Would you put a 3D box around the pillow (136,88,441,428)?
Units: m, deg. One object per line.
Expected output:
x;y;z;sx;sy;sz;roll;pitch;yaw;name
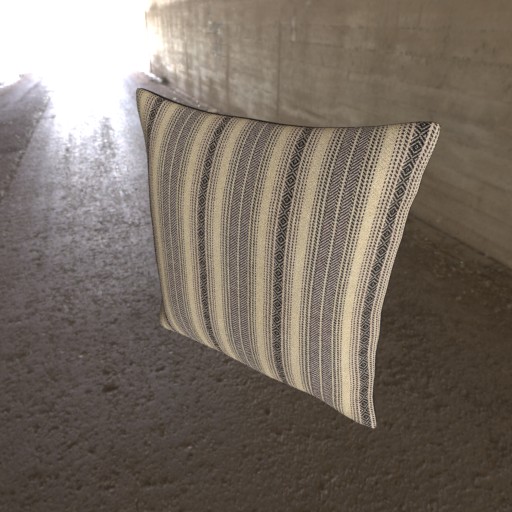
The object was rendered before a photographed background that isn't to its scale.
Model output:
0.000;0.000;0.765;0.520;0.508;0.166;18;33;30;pillow
